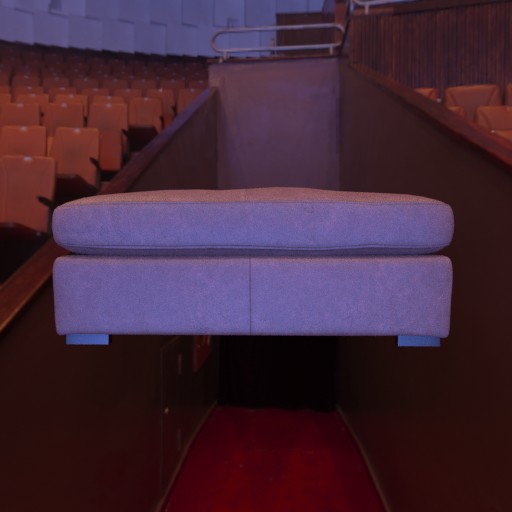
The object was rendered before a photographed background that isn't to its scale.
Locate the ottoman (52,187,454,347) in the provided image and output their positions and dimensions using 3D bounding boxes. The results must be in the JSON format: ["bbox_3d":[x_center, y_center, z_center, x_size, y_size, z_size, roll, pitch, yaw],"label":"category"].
[{"bbox_3d":[0.000,0.000,1.804,1.168,0.490,1.168,0,2,1],"label":"ottoman"}]
